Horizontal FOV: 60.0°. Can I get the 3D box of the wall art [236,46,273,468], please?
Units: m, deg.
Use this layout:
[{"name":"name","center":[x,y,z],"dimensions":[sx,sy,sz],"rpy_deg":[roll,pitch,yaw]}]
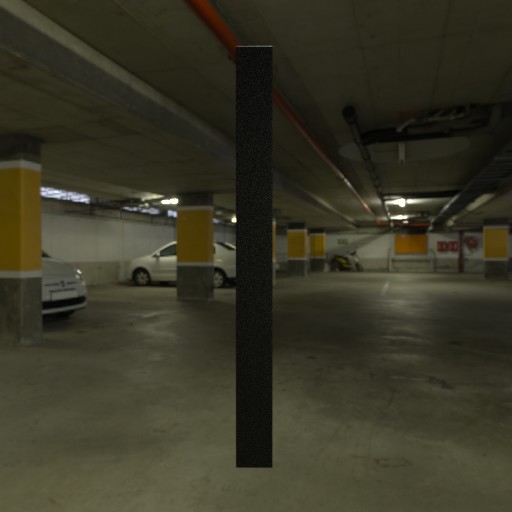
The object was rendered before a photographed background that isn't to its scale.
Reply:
[{"name":"wall art","center":[0.000,0.000,0.528],"dimensions":[0.028,0.321,0.381],"rpy_deg":[0,0,0]}]
